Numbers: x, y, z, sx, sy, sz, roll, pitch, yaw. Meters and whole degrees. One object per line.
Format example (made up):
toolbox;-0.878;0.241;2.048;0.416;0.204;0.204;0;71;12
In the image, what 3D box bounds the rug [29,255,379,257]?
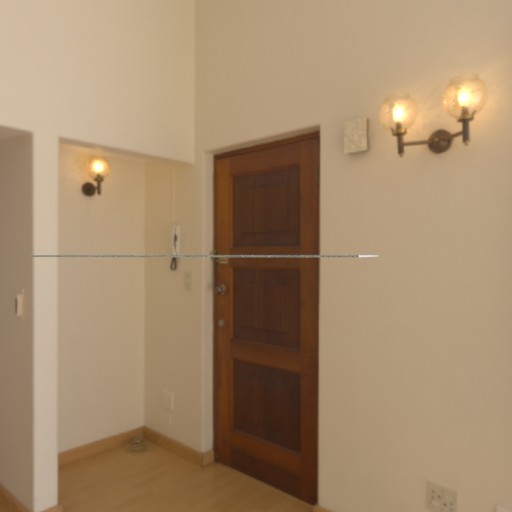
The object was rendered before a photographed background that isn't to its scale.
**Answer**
rug;0.000;0.000;2.238;1.142;0.006;1.752;0;0;17
